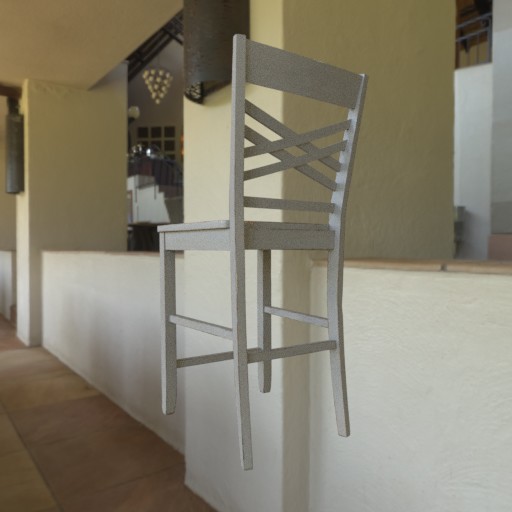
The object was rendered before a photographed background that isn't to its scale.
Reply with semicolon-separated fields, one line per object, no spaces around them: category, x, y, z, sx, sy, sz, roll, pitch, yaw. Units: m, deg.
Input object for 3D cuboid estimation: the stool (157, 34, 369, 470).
stool;0.000;0.000;1.404;0.462;1.079;0.539;-1;1;-34
